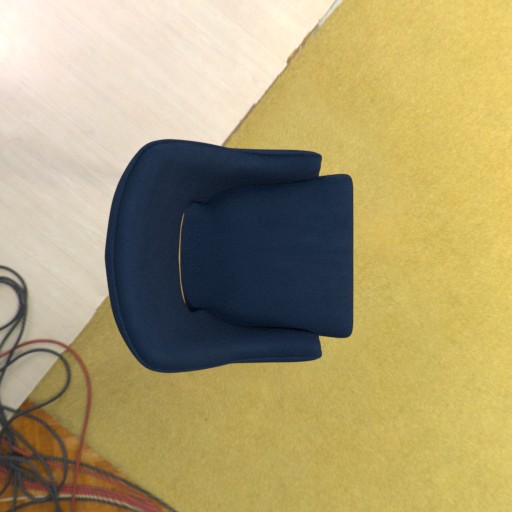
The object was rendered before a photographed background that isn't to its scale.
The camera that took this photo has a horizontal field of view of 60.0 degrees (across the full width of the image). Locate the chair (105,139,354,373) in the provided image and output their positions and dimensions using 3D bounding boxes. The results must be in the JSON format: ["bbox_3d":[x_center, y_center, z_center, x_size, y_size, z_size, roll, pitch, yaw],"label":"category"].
[{"bbox_3d":[0.000,0.000,1.257,0.591,0.844,0.559,0,90,0],"label":"chair"}]
